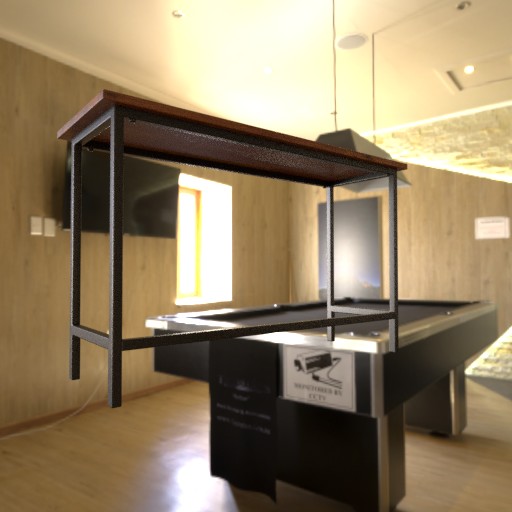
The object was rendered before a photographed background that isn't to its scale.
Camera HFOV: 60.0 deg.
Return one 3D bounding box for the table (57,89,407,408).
[{"bbox_3d":[0.000,0.000,1.536,1.204,0.740,0.408,1,-2,-38],"label":"table"}]
